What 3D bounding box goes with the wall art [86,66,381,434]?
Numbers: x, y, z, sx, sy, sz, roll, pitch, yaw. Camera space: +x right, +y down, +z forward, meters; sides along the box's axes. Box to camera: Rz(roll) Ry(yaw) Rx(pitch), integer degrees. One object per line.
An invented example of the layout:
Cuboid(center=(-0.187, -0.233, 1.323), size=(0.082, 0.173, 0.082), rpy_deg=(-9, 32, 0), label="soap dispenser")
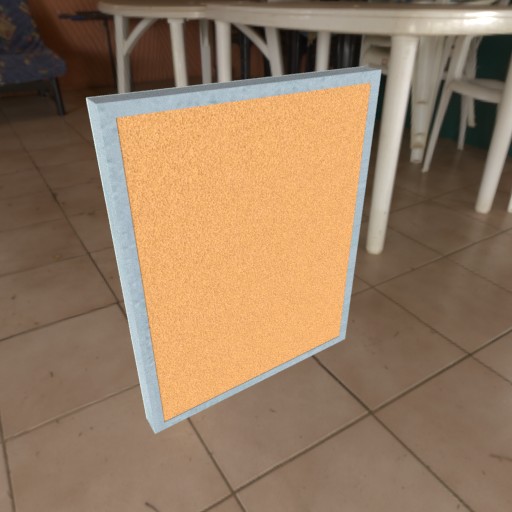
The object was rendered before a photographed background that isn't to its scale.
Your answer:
Cuboid(center=(0.000, 0.000, 0.685), size=(0.409, 0.509, 0.037), rpy_deg=(-19, 36, -28), label="wall art")
